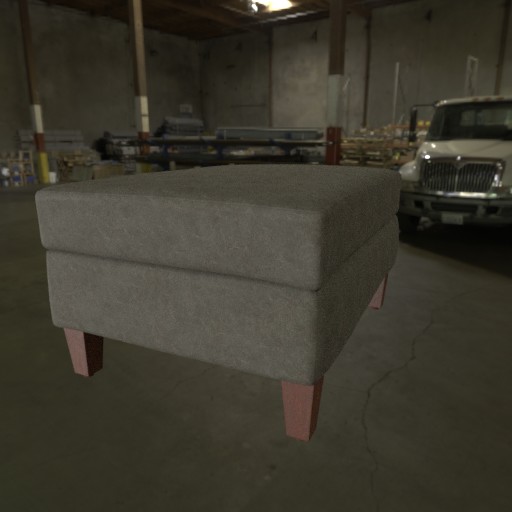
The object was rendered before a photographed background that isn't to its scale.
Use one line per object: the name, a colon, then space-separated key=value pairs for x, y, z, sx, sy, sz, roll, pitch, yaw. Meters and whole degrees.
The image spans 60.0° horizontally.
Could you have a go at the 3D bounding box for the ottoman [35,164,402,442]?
ottoman: x=0.000 y=0.000 z=1.189 sx=0.639 sy=0.464 sz=0.839 roll=7 pitch=16 yaw=24
